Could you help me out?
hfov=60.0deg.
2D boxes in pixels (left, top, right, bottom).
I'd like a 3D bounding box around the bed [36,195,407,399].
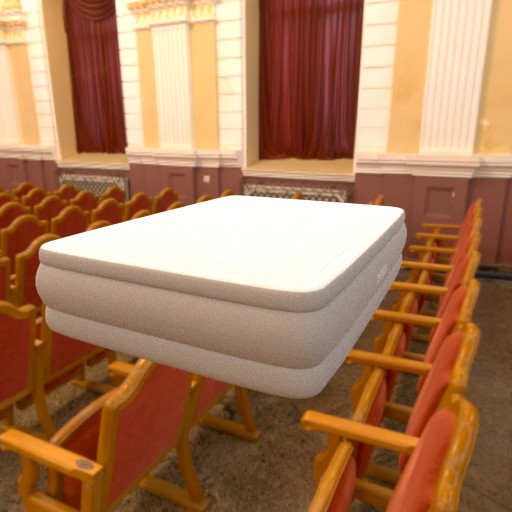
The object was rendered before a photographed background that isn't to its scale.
[{"bbox_3d":[0.000,0.000,2.683,1.520,0.460,2.036,8,18,26],"label":"bed"}]
